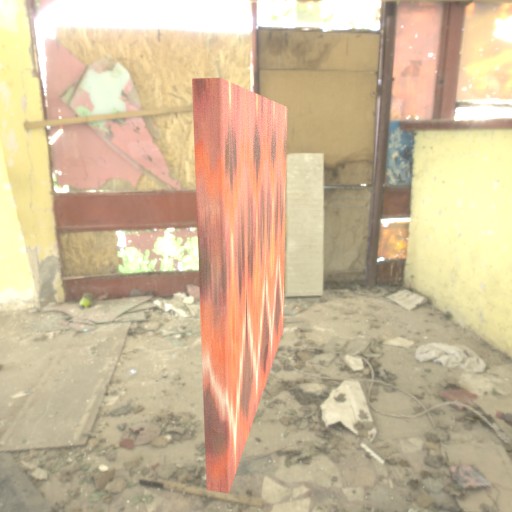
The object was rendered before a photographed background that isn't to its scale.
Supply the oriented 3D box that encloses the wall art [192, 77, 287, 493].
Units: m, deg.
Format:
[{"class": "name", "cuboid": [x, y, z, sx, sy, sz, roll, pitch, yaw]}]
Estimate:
[{"class": "wall art", "cuboid": [0.000, 0.000, 0.901, 0.037, 0.609, 0.603, 3, 16, 11]}]
